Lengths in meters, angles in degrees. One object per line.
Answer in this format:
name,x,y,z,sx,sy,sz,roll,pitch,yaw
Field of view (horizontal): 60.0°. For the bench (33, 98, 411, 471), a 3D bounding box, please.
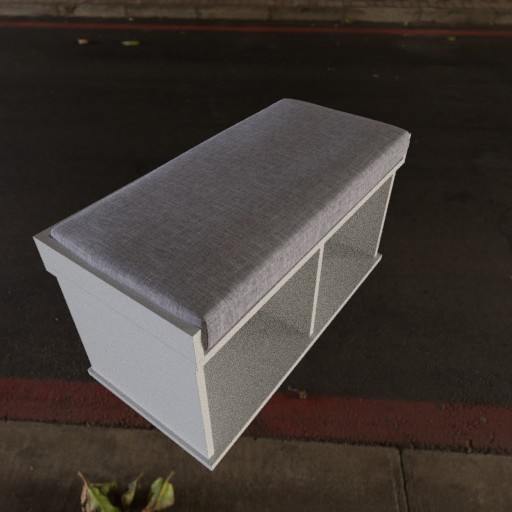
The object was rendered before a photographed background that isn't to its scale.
bench,0.000,0.000,0.995,0.362,0.461,0.734,25,47,27
